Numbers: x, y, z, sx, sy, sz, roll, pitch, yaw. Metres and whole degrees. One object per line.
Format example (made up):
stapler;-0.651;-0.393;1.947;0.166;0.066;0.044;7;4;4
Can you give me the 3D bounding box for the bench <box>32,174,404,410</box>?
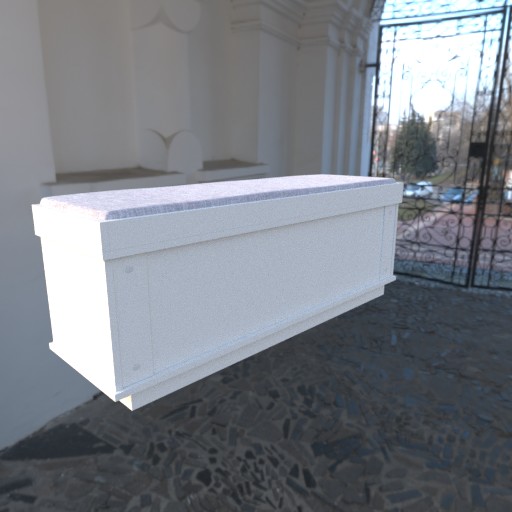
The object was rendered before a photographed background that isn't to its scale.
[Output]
bench;0.000;0.000;1.417;0.363;0.453;1.196;14;20;43
